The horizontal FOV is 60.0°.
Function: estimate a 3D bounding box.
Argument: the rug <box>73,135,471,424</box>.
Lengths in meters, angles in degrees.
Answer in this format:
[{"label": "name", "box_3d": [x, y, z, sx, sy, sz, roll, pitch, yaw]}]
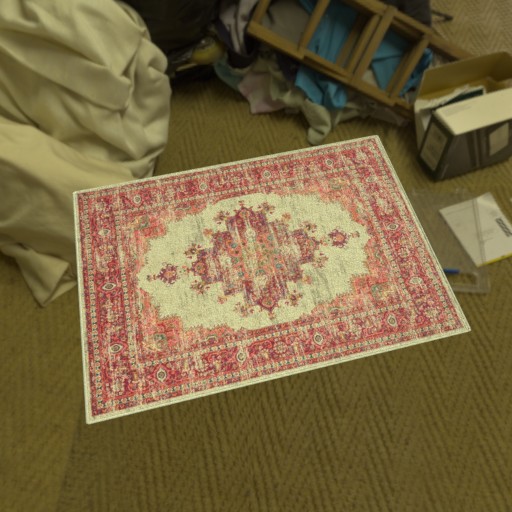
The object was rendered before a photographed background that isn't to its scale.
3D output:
[{"label": "rug", "box_3d": [0.000, 0.000, 2.217, 1.747, 0.011, 1.217, -12, 63, -6]}]
